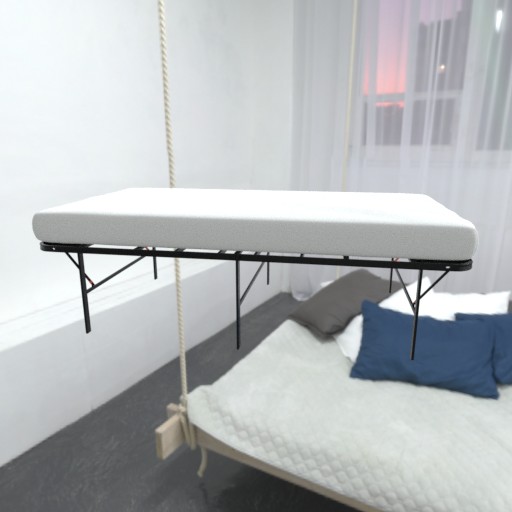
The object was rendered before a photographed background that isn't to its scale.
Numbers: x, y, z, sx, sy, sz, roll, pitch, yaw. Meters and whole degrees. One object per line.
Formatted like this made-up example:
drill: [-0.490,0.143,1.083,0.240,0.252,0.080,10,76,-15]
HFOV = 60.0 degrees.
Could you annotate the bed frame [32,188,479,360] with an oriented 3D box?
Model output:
bed frame: [0.000,0.000,2.349,1.903,0.619,0.989,3,15,10]
